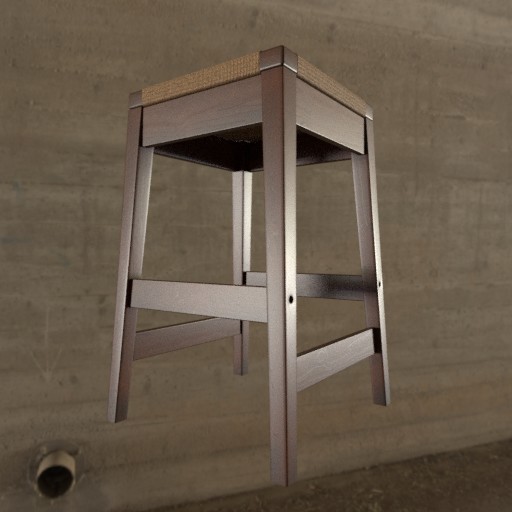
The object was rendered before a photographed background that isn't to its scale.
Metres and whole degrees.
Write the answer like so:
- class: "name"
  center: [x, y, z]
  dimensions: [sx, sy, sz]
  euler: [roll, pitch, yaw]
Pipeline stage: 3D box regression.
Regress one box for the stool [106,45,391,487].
- class: "stool"
  center: [0.000, 0.000, 1.085]
  dimensions: [0.497, 0.762, 0.507]
  euler: [1, 1, 36]
